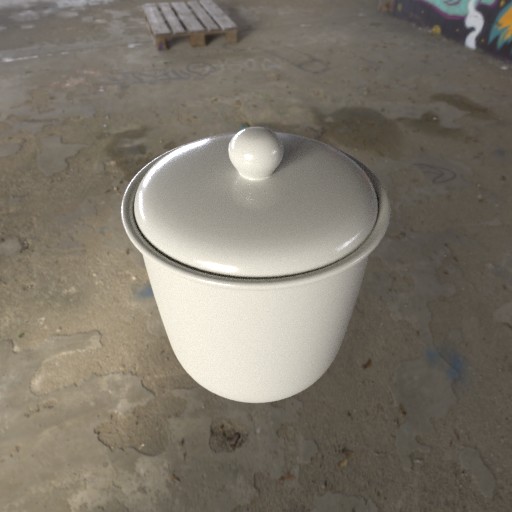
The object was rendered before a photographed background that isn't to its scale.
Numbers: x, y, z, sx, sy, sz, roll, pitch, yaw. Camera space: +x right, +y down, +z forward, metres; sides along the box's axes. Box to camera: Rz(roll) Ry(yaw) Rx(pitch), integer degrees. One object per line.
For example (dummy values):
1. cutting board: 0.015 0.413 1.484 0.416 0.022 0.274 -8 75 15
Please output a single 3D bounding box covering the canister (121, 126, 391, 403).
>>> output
1. canister: 0.000 0.000 0.345 0.182 0.208 0.182 0 42 0
